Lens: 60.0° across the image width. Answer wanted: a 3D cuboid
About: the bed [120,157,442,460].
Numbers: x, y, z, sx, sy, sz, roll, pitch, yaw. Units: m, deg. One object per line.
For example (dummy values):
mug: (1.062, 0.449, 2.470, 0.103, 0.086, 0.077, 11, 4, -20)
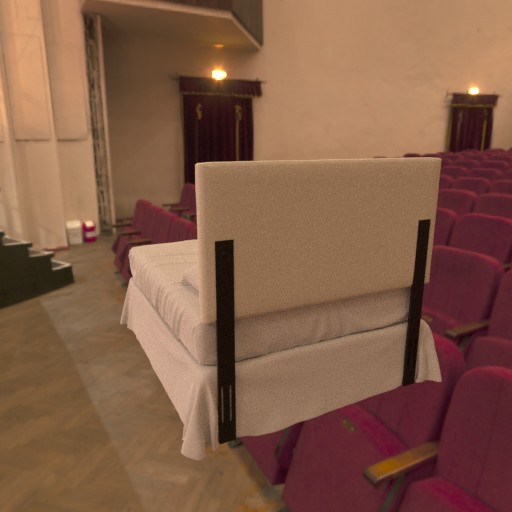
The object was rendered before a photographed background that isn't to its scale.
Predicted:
bed: (0.000, 0.000, 3.536, 1.936, 1.577, 2.222, -7, 16, -25)
